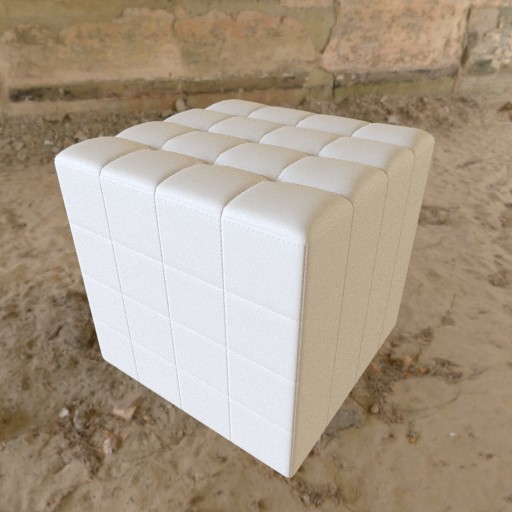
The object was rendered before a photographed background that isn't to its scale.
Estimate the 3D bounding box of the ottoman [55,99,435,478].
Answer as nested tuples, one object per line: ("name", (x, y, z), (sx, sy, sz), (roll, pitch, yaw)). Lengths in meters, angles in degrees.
("ottoman", (0.000, 0.000, 0.786), (0.425, 0.432, 0.425), (20, 37, 30))
